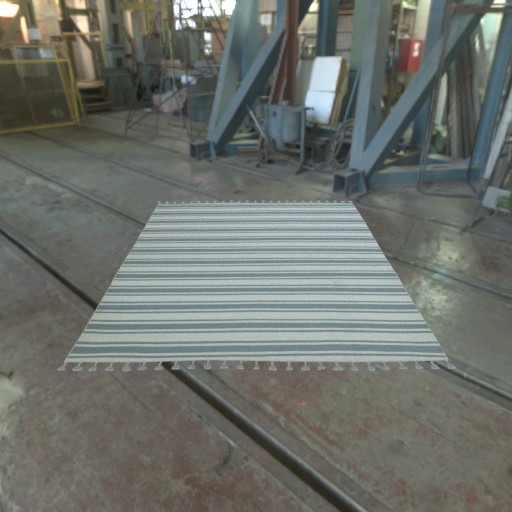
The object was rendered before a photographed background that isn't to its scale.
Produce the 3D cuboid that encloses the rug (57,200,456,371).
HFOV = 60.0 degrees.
[{"bbox_3d":[0.000,0.000,4.129,2.439,0.005,3.201,0,26,0],"label":"rug"}]
